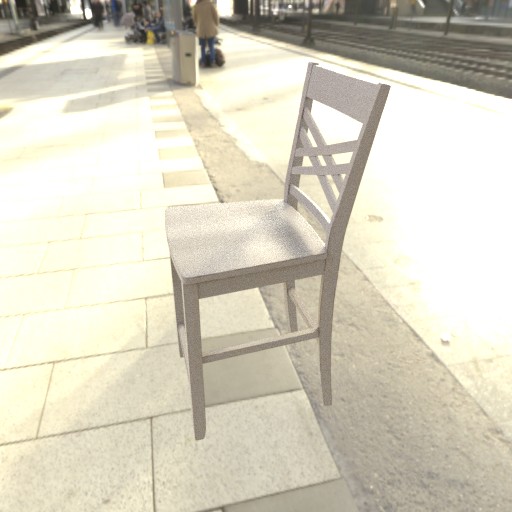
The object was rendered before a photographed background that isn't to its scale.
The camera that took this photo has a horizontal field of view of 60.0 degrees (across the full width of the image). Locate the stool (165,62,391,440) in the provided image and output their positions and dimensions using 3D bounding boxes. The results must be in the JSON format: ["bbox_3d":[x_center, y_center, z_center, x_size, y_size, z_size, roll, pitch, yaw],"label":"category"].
[{"bbox_3d":[0.000,0.000,1.406,0.539,1.079,0.462,-8,31,-13],"label":"stool"}]
